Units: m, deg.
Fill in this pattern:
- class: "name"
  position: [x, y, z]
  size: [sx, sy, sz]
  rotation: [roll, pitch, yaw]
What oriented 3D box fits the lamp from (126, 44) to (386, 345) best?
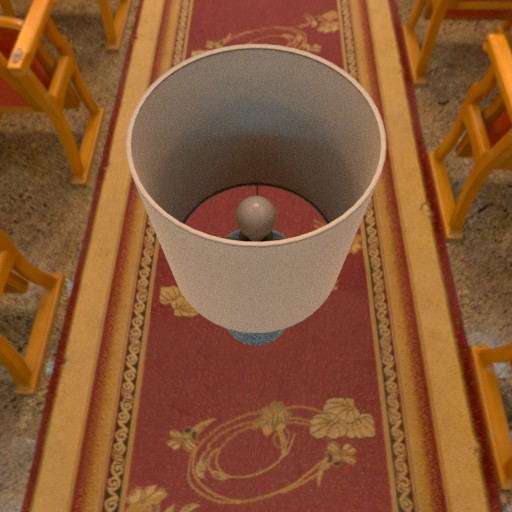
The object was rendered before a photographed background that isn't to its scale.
- class: "lamp"
  position: [0.000, 0.000, 0.743]
  size: [0.278, 0.597, 0.278]
  rotation: [1, 63, 1]
